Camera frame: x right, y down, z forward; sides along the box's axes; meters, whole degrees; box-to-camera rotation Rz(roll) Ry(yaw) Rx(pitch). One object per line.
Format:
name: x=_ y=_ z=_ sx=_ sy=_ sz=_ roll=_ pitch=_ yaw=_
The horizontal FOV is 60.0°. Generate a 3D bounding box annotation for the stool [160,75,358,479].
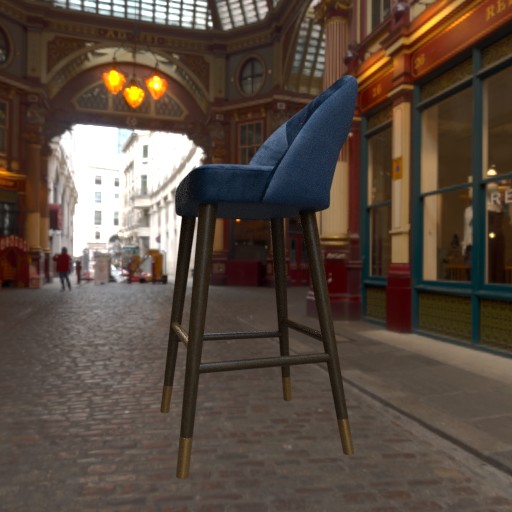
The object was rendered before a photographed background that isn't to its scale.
stool: x=0.000 y=0.000 z=1.298 sx=0.515 sy=1.016 sz=0.514 roll=0 pitch=0 yaw=-17
